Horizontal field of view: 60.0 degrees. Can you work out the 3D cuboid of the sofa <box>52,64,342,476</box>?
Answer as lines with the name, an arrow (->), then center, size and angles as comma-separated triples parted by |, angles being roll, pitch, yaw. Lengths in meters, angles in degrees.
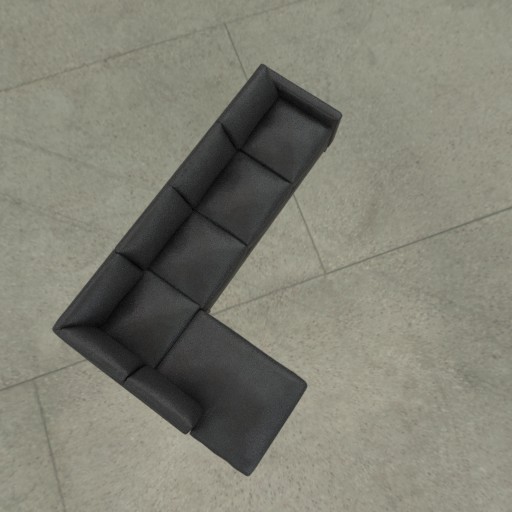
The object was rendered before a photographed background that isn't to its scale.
sofa -> 0.000, 0.000, 3.854 | 1.938, 0.877, 2.984 | 34, 79, 8
